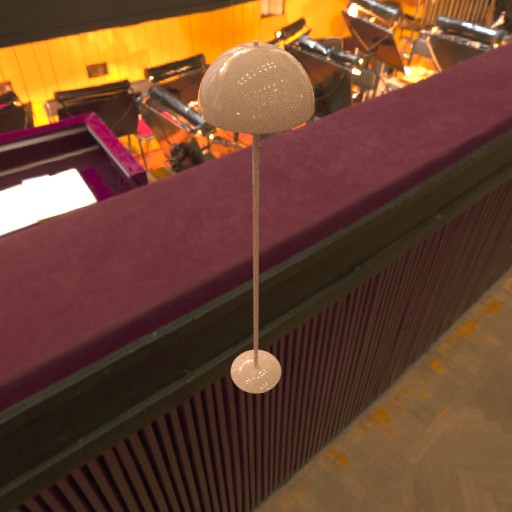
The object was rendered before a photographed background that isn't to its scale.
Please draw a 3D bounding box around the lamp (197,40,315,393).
[{"bbox_3d":[0.000,0.000,1.630,0.328,1.480,0.328,-26,48,-26],"label":"lamp"}]
